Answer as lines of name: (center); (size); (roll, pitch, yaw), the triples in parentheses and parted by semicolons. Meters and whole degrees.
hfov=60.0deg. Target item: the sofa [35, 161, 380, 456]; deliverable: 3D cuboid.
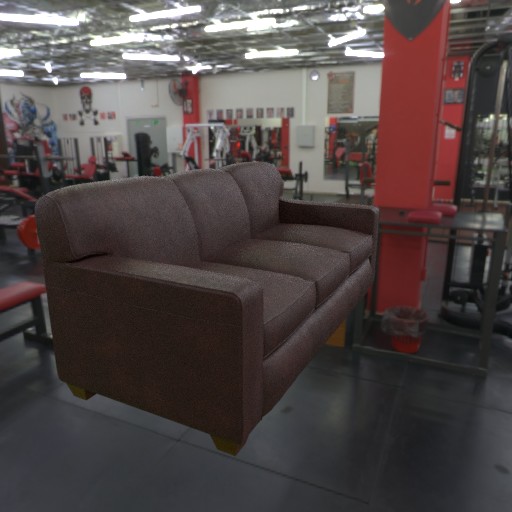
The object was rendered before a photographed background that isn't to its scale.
sofa: (0.000, 0.000, 2.514); (1.008, 0.953, 2.039); (8, 17, 26)
